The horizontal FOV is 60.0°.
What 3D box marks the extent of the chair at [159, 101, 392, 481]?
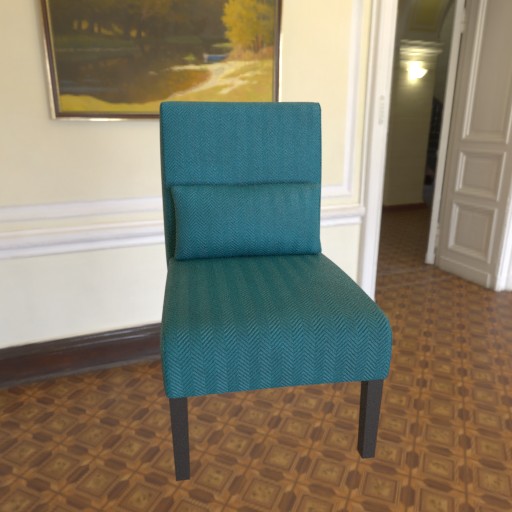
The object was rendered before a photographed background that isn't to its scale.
[{"bbox_3d":[0.000,0.000,1.373,0.579,0.927,0.808,-3,17,-9],"label":"chair"}]
